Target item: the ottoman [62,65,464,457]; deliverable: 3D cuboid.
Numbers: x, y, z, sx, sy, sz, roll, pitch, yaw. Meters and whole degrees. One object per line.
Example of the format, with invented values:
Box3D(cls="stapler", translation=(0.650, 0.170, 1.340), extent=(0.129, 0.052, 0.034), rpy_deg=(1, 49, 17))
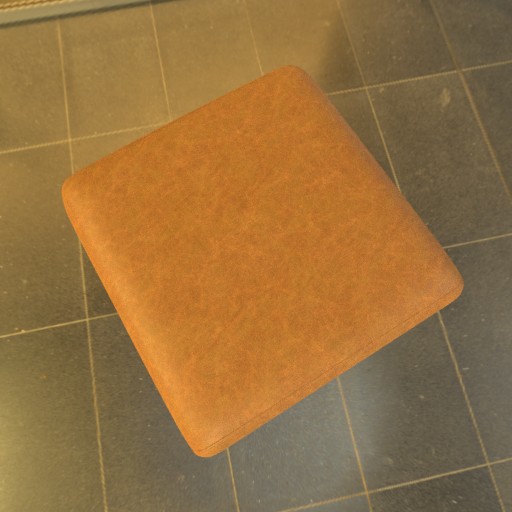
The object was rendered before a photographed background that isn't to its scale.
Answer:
Box3D(cls="ottoman", translation=(0.000, 0.000, 1.070), extent=(0.650, 0.399, 0.650), rpy_deg=(-30, 76, -8))
